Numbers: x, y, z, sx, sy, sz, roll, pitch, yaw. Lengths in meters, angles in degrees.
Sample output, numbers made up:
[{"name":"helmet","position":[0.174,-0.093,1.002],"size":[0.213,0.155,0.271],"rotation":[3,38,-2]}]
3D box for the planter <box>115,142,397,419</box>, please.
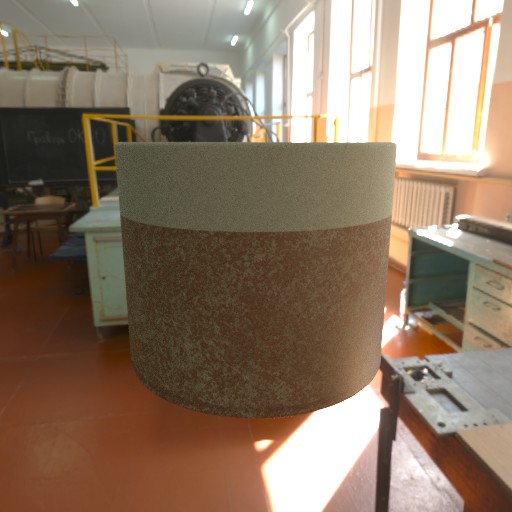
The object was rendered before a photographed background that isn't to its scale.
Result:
[{"name":"planter","position":[0.000,0.000,0.277],"size":[0.159,0.138,0.159],"rotation":[0,14,0]}]
